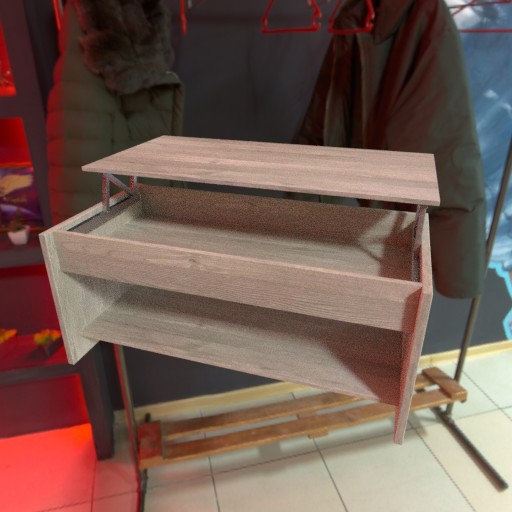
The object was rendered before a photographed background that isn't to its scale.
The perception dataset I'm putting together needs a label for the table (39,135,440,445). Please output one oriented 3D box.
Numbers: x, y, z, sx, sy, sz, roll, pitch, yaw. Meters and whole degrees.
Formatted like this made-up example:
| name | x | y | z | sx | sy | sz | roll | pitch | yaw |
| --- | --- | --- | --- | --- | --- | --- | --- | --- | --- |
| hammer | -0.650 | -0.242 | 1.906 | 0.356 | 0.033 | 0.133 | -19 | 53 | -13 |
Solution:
| name | x | y | z | sx | sy | sz | roll | pitch | yaw |
| --- | --- | --- | --- | --- | --- | --- | --- | --- | --- |
| table | 0.000 | 0.000 | 1.423 | 1.000 | 0.570 | 0.712 | 8 | 27 | 16 |
